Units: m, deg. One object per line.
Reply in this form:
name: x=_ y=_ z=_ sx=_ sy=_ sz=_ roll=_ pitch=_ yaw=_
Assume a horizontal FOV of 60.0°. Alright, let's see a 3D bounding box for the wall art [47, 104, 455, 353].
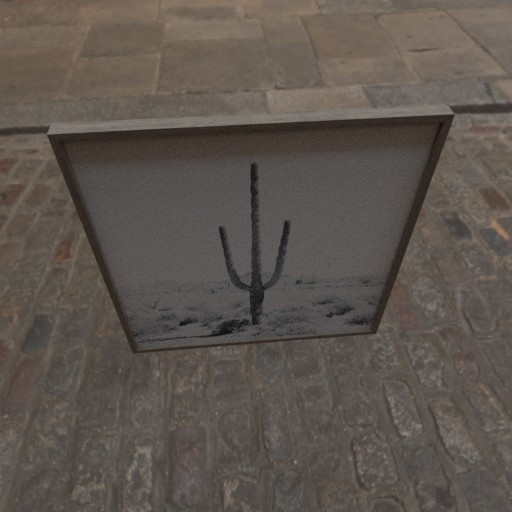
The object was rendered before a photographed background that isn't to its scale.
wall art: x=0.000 y=0.000 z=1.116 sx=0.762 sy=0.762 sz=0.038 roll=-4 pitch=47 yaw=-4
